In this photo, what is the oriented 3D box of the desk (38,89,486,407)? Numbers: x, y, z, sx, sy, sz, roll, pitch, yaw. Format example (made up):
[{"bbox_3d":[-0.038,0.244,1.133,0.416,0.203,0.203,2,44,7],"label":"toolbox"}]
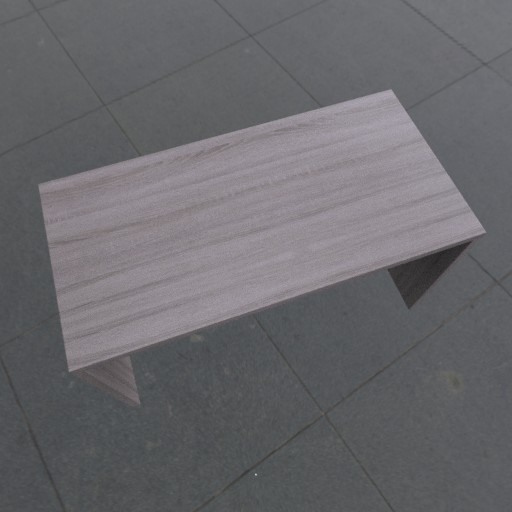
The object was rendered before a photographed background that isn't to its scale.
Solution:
[{"bbox_3d":[0.000,0.000,1.847,1.380,0.745,0.690,-18,65,-8],"label":"desk"}]
